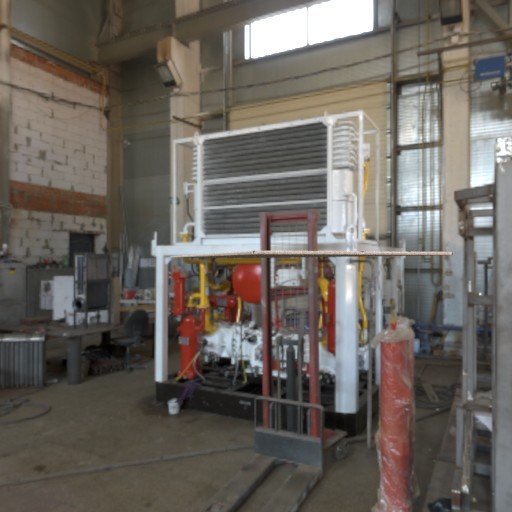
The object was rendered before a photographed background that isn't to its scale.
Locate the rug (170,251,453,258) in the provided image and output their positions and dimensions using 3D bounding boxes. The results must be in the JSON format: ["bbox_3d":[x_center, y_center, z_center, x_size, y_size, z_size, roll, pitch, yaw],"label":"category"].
[{"bbox_3d":[0.000,0.000,2.677,0.762,0.012,2.438,0,-1,-17],"label":"rug"}]
